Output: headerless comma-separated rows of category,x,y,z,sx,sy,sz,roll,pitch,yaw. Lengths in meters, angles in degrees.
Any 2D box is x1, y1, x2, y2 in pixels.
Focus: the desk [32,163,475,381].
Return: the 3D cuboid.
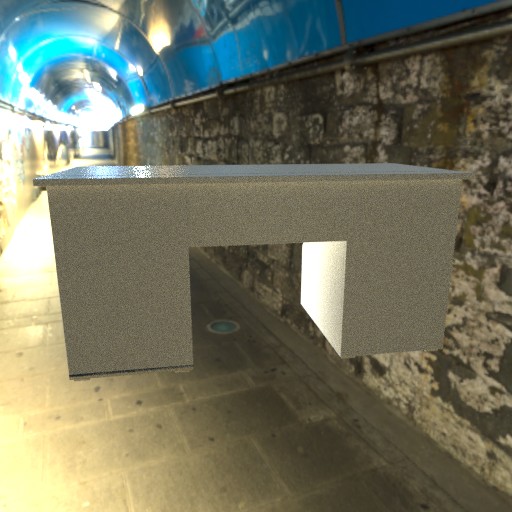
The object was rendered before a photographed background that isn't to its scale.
desk,0.000,0.000,1.977,1.580,0.760,0.670,-3,15,-9
